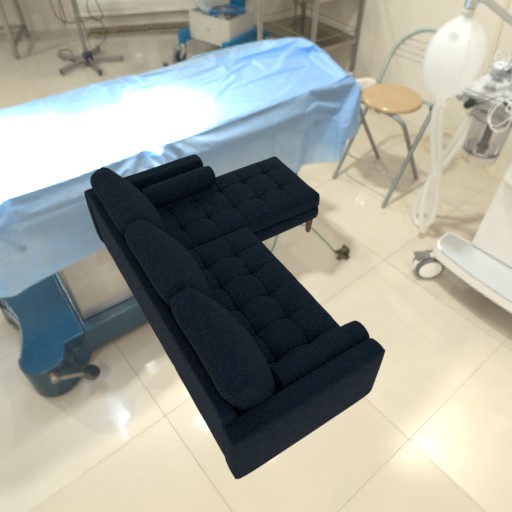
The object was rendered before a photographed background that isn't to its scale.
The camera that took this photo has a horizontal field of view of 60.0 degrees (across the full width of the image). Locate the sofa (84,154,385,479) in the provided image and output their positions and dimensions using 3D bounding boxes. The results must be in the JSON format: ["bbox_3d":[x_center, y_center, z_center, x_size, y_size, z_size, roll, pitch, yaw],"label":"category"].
[{"bbox_3d":[0.000,0.000,2.995,1.613,0.841,2.185,-24,51,-22],"label":"sofa"}]
